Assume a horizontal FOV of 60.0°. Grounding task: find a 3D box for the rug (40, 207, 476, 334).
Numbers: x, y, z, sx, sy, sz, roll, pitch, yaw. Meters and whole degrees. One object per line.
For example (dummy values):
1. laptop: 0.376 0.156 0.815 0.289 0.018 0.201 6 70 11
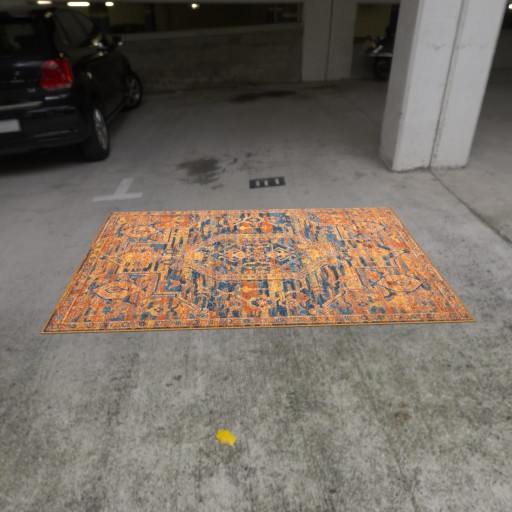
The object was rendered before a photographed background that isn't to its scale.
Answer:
1. rug: 0.000 0.000 2.278 1.758 0.013 1.148 -1 30 -2
